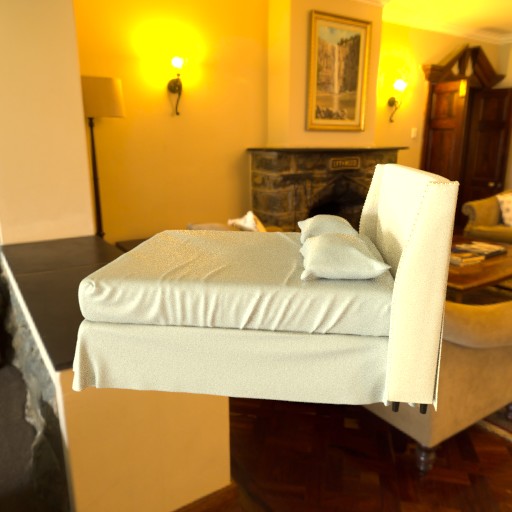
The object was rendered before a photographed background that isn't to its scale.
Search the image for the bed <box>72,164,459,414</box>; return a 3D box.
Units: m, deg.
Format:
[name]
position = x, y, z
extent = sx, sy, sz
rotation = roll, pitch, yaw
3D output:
[bed]
position = 0.000, 0.000, 3.371
extent = 2.276, 1.332, 1.925
rotation = 2, 14, 7
